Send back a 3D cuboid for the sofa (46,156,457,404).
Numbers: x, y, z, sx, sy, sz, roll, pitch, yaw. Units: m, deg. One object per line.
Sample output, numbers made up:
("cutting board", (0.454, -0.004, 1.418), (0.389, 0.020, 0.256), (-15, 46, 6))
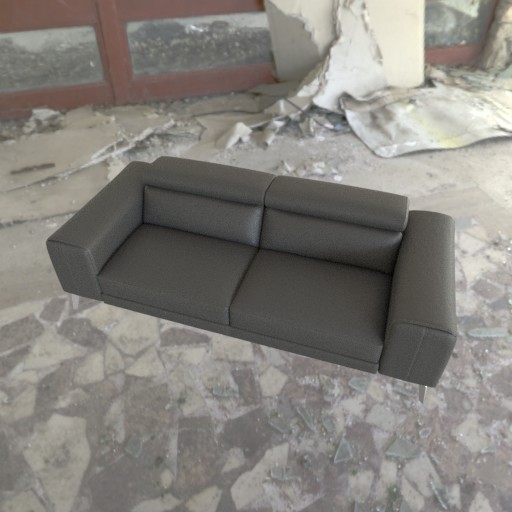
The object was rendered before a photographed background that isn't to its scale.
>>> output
("sofa", (0.000, 0.000, 2.815), (2.321, 0.759, 1.023), (12, 42, 14))
